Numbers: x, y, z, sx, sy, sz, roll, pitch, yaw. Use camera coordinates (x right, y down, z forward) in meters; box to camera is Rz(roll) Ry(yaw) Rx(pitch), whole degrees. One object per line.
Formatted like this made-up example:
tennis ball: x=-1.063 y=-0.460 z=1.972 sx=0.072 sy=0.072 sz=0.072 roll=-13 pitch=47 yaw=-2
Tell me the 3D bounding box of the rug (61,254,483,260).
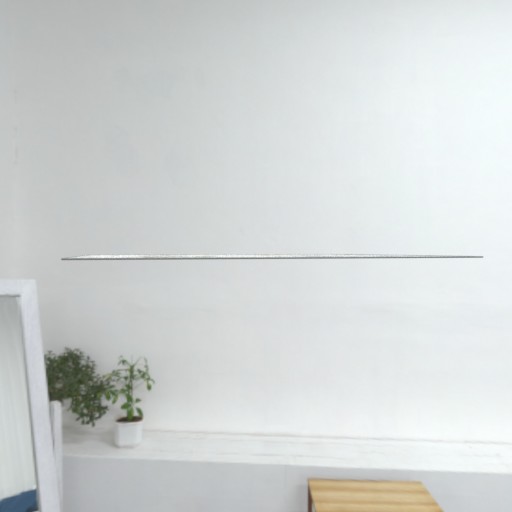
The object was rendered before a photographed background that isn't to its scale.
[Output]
rug: x=0.000 y=0.000 z=4.409 sx=3.307 sy=0.013 sz=2.393 roll=0 pitch=1 yaw=-17
